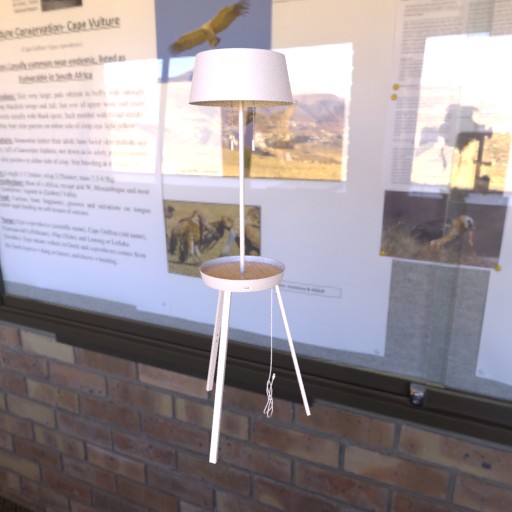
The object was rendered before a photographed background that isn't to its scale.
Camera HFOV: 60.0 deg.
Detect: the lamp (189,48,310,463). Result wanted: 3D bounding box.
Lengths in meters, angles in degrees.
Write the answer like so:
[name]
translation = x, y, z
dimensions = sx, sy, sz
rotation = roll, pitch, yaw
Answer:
[lamp]
translation = 0.000, 0.000, 1.698
dimensions = 0.468, 1.429, 0.508
rotation = -2, 15, -7
